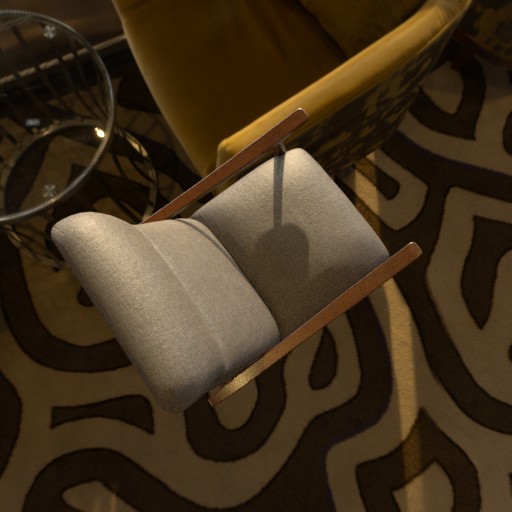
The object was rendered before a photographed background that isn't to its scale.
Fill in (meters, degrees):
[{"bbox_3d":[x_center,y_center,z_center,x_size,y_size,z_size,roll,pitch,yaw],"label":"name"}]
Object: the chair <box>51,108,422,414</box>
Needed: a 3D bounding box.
[{"bbox_3d":[0.000,0.000,1.752,1.014,1.081,0.762,-35,79,-8],"label":"chair"}]
